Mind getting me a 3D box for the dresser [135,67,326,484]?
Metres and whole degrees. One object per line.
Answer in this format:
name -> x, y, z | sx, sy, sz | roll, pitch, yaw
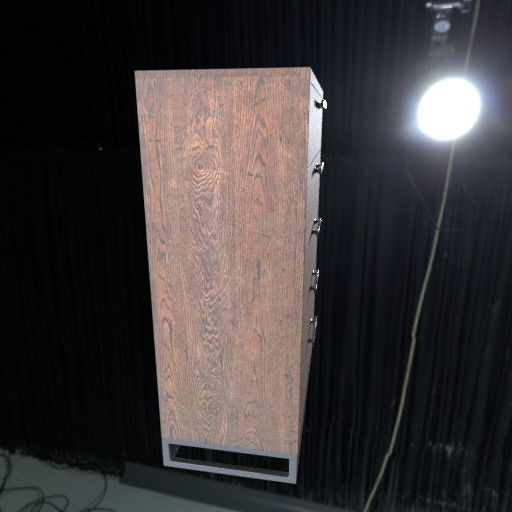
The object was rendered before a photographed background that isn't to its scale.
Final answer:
dresser -> 0.000, 0.000, 1.817 | 0.508, 1.321, 0.965 | 3, 17, 10
